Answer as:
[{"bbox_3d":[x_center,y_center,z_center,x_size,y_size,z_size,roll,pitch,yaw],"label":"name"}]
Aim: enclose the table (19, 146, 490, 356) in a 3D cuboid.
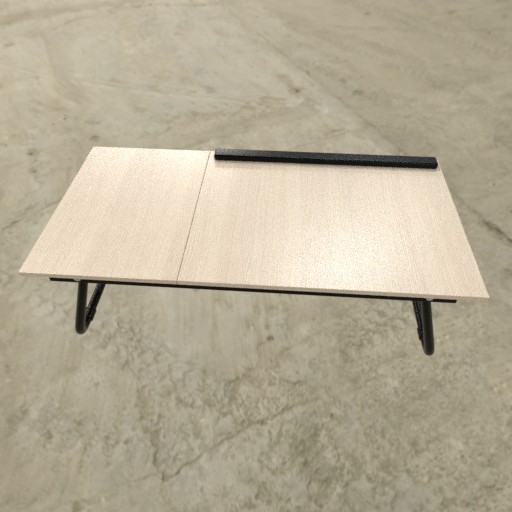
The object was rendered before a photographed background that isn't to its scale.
[{"bbox_3d":[0.000,0.000,0.791,0.644,0.242,0.322,3,46,3],"label":"table"}]
